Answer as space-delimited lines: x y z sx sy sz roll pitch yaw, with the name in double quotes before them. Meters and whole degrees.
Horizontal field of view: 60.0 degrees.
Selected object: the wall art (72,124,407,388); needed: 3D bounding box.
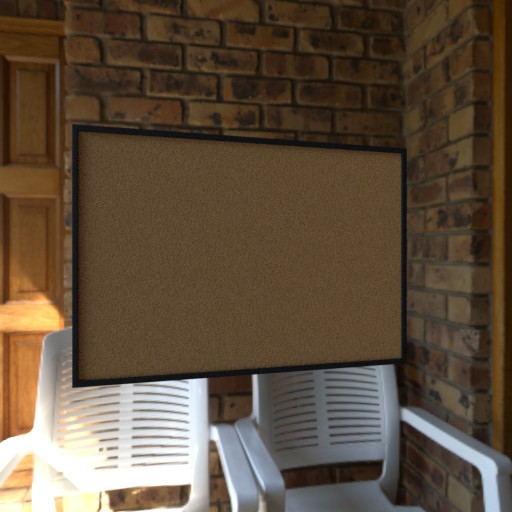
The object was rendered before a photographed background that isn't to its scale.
"wall art" 0.000 0.000 1.249 0.963 0.665 0.013 0 0 -15
